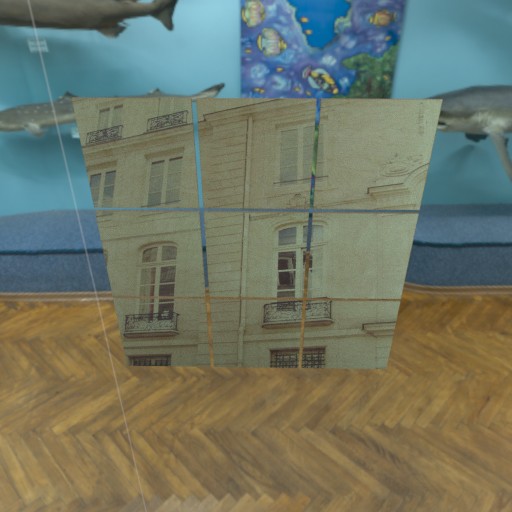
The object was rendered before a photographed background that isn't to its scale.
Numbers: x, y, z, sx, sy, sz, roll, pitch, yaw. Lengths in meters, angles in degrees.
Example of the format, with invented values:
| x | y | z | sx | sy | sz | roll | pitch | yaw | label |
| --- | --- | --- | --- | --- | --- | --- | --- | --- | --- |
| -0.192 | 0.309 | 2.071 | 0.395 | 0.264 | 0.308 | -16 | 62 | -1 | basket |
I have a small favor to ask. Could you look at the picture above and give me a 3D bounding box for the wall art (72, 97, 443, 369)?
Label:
| x | y | z | sx | sy | sz | roll | pitch | yaw | label |
| --- | --- | --- | --- | --- | --- | --- | --- | --- | --- |
| 0.000 | 0.000 | 2.225 | 1.526 | 1.522 | 0.023 | 1 | 31 | 1 | wall art |
